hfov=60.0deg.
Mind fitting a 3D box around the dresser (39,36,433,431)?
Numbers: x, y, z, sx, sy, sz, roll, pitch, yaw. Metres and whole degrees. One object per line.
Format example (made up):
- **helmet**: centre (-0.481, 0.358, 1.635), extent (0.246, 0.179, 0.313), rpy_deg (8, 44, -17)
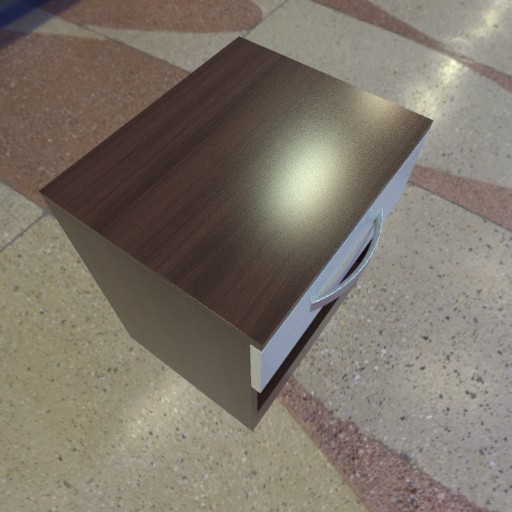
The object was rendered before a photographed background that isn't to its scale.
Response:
- **dresser**: centre (0.000, 0.000, 0.765), extent (0.360, 0.470, 0.400), rpy_deg (32, 63, 18)
